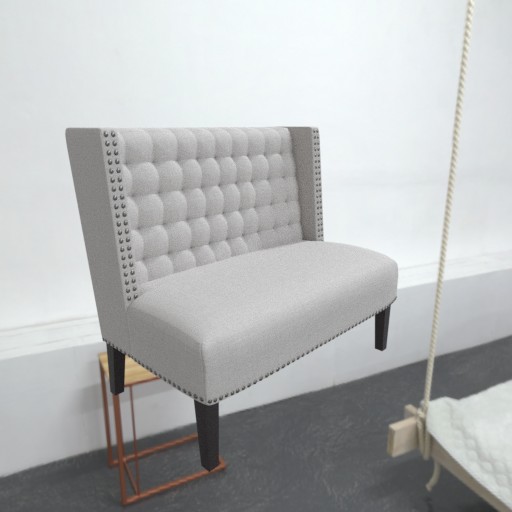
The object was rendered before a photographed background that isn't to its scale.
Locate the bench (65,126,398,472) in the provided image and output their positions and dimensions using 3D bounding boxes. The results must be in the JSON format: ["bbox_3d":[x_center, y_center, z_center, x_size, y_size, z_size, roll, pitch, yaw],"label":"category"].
[{"bbox_3d":[0.000,0.000,2.012,0.847,1.123,1.280,15,22,42],"label":"bench"}]
